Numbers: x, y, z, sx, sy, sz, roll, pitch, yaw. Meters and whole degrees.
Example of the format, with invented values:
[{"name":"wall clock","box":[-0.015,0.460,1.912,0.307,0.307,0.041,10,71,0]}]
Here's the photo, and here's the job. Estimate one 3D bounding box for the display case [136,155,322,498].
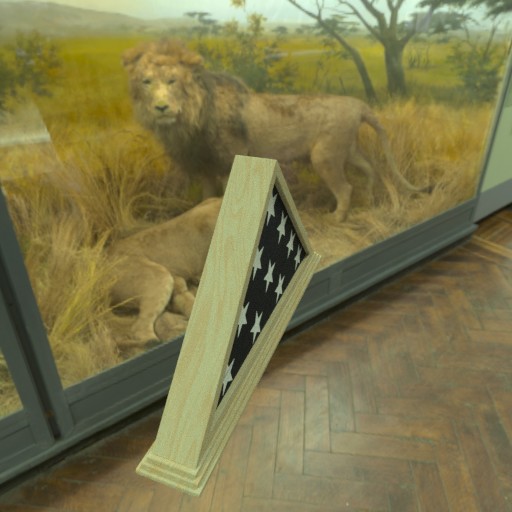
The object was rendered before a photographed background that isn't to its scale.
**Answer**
[{"name":"display case","box":[0.000,0.000,0.746,0.095,0.340,0.640,11,32,18]}]
